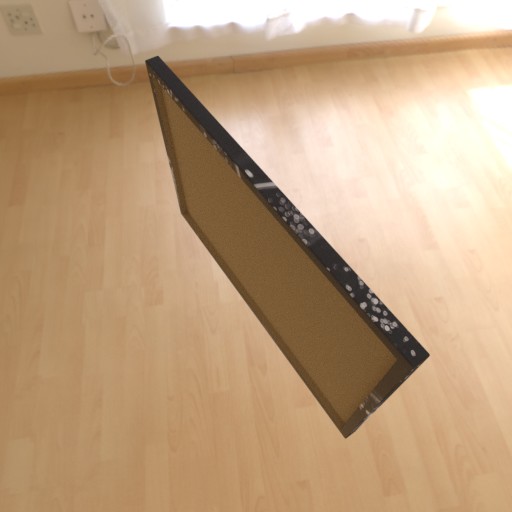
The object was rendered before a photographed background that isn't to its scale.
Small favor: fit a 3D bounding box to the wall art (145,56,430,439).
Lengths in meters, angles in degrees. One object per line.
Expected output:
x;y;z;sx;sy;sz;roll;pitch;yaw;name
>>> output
0.000;0.000;1.137;0.038;0.609;0.914;-30;63;-17;wall art
